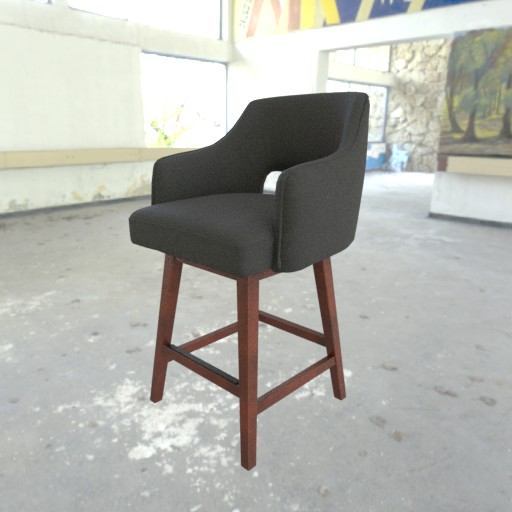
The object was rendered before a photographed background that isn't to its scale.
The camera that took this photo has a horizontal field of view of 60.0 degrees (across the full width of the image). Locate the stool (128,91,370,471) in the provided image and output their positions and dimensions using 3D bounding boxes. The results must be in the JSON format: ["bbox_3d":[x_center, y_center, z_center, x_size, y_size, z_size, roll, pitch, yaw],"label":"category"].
[{"bbox_3d":[0.000,0.000,1.279,0.548,0.912,0.558,15,22,42],"label":"stool"}]
